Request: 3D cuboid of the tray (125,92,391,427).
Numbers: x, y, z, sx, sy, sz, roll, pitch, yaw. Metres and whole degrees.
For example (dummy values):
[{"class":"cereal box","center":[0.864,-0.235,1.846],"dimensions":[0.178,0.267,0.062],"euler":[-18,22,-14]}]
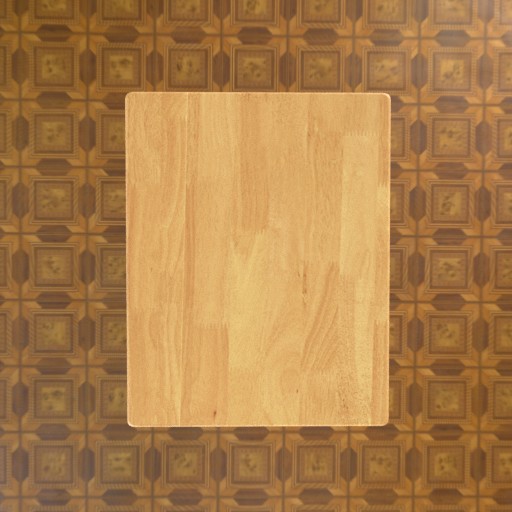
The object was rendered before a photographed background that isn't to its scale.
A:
[{"class":"tray","center":[0.000,0.000,0.967],"dimensions":[0.381,0.660,0.483],"euler":[0,91,-1]}]
